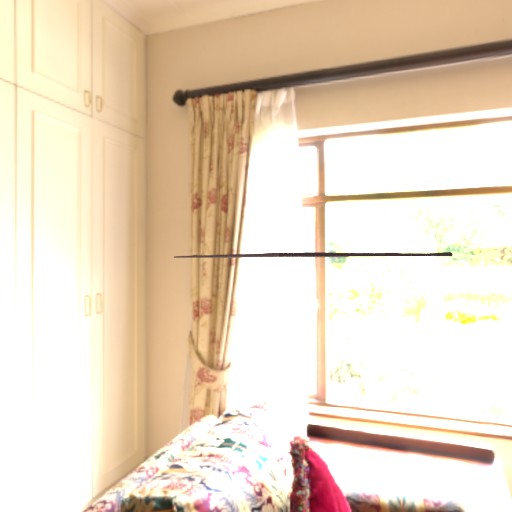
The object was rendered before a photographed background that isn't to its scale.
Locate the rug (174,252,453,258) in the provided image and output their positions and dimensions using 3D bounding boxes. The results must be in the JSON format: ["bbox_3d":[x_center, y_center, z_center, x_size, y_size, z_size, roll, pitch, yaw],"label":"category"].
[{"bbox_3d":[0.000,0.000,2.416,0.602,0.016,2.283,0,0,-18],"label":"rug"}]
